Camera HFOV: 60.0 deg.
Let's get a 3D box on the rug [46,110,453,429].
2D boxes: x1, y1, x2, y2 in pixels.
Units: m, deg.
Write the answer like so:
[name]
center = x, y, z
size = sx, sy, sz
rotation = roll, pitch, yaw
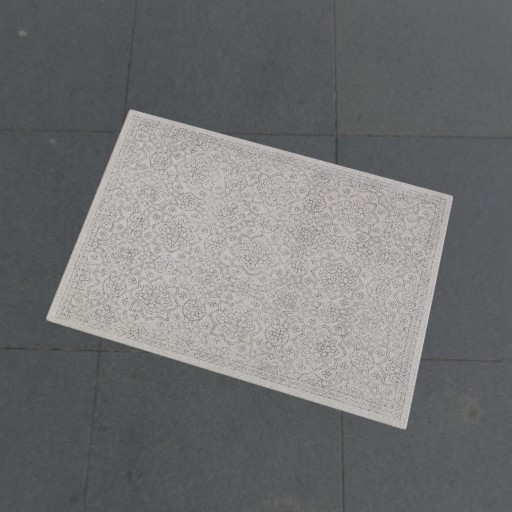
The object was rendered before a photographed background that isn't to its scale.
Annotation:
[rug]
center = 0.000, 0.000, 2.853
size = 2.286, 0.011, 1.524
rotation = 16, 77, 4
